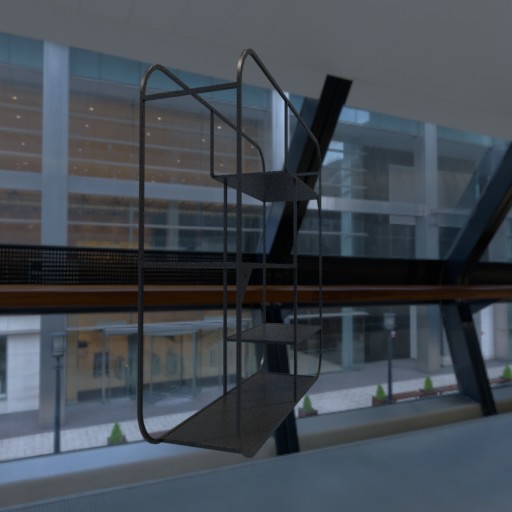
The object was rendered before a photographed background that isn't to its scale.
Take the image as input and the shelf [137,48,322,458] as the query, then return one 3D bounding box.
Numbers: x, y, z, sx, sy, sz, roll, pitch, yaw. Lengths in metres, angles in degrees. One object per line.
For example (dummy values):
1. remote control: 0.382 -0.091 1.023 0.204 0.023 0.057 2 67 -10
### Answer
1. shelf: 0.000 0.000 0.909 0.160 0.600 0.600 -1 -2 19
